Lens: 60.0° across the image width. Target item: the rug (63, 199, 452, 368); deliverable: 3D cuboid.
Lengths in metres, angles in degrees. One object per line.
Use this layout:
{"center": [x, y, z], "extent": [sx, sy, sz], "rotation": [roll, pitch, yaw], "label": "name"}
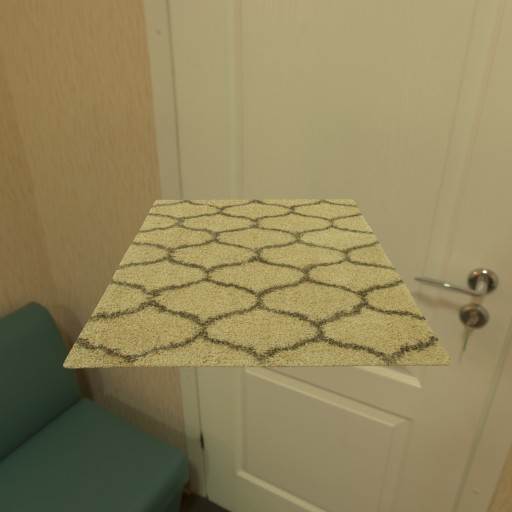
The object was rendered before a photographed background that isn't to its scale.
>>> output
{"center": [0.000, 0.000, 4.045], "extent": [2.399, 0.026, 3.000], "rotation": [0, 27, -1], "label": "rug"}
